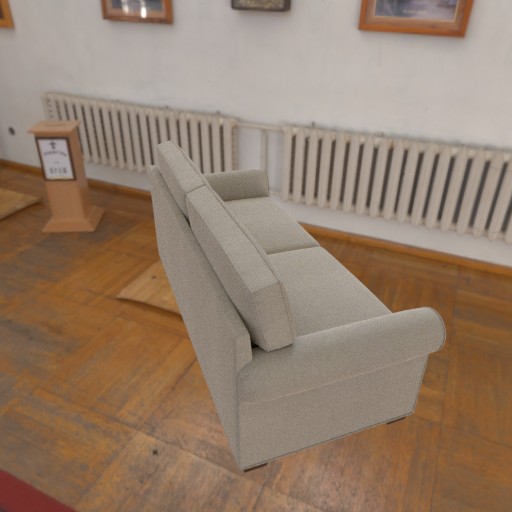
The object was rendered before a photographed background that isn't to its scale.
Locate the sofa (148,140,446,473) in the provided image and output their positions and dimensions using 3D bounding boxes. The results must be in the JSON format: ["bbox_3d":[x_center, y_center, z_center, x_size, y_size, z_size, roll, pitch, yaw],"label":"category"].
[{"bbox_3d":[0.000,0.000,2.600,0.901,0.962,2.146,-10,31,-18],"label":"sofa"}]
